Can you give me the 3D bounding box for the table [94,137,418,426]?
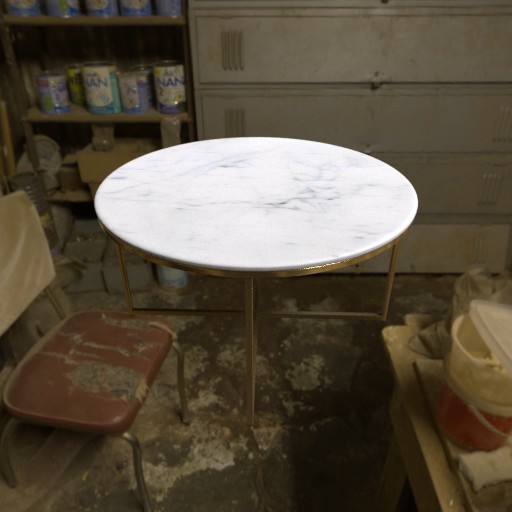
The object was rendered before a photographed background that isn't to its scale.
[{"bbox_3d":[0.000,0.000,1.262,0.800,0.450,0.800,0,31,0],"label":"table"}]
